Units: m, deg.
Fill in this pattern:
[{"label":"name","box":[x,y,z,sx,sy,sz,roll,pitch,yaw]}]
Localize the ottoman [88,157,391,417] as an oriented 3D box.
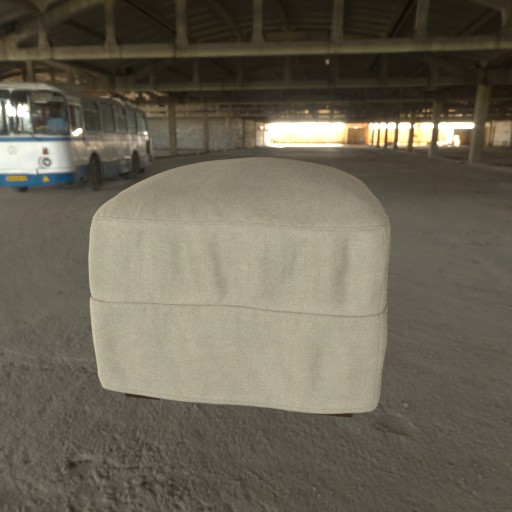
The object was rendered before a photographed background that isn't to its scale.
[{"label":"ottoman","box":[0.000,0.000,1.113,0.584,0.480,0.712,2,15,8]}]
